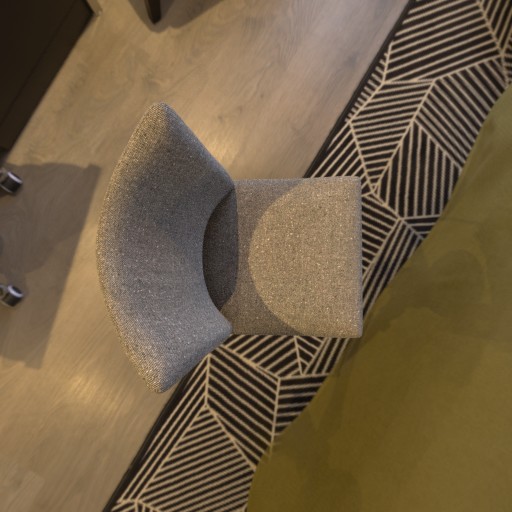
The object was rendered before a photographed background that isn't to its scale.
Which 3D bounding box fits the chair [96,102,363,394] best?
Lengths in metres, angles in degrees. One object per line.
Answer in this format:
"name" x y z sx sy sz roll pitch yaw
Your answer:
"chair" 0.000 0.000 1.255 0.623 0.924 0.535 0 88 1
